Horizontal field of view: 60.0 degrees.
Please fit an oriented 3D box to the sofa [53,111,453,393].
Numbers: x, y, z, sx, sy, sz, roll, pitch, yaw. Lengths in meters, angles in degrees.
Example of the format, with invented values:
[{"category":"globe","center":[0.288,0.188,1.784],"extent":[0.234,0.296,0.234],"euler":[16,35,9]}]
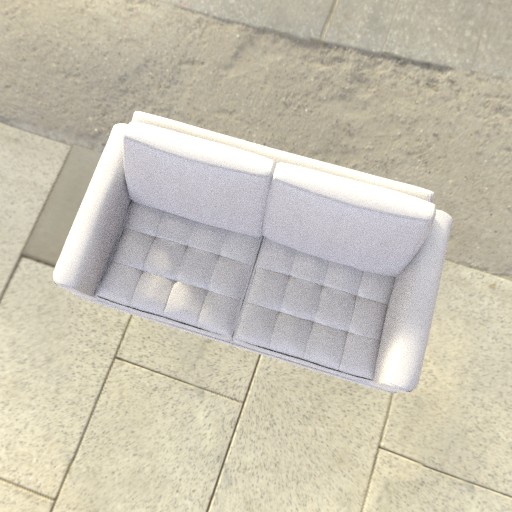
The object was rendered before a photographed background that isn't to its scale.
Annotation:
[{"category":"sofa","center":[0.000,0.000,2.709],"extent":[2.177,0.930,1.121],"euler":[16,77,4]}]
